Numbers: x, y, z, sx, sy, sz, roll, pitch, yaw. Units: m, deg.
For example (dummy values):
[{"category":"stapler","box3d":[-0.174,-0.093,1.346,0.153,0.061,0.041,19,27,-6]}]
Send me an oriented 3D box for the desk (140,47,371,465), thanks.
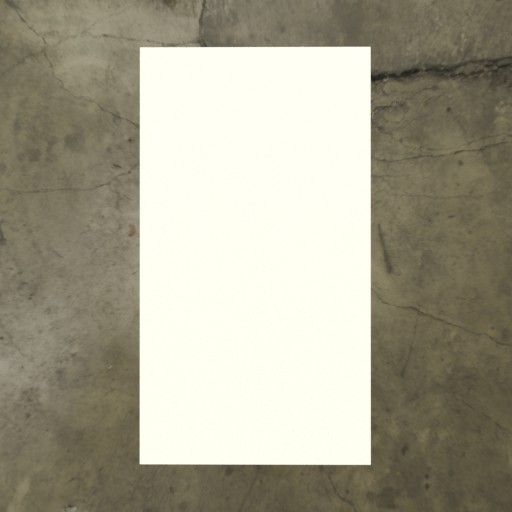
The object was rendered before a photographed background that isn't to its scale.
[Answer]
[{"category":"desk","box3d":[0.000,0.000,1.319,0.498,0.729,0.900,0,90,0]}]
